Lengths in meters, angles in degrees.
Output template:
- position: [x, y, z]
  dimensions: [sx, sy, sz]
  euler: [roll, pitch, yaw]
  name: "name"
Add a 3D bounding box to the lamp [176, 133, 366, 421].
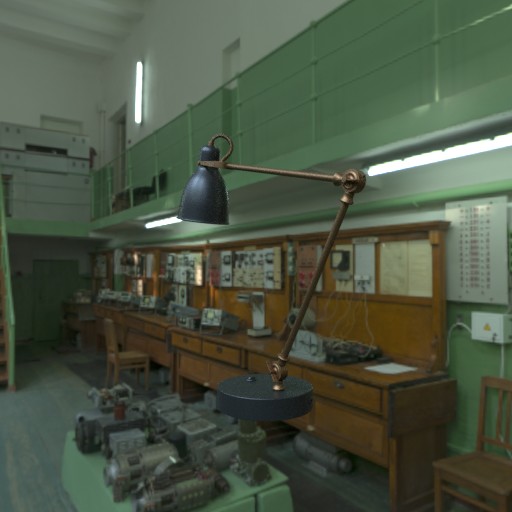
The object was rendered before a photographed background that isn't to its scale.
- position: [0.000, 0.000, 0.901]
  dimensions: [0.187, 0.587, 0.561]
  euler: [1, -2, -36]
  name: "lamp"
